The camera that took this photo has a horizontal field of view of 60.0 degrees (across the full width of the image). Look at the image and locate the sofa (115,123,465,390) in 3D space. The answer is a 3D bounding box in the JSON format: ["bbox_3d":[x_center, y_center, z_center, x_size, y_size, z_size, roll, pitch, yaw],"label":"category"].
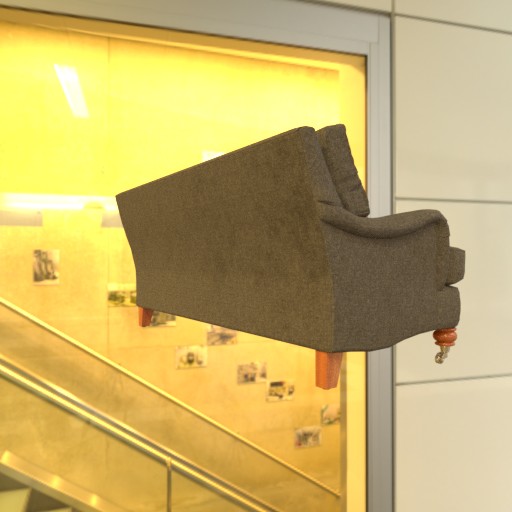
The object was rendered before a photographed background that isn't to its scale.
[{"bbox_3d":[0.000,0.000,2.724,1.087,1.054,2.160,0,0,-35],"label":"sofa"}]
